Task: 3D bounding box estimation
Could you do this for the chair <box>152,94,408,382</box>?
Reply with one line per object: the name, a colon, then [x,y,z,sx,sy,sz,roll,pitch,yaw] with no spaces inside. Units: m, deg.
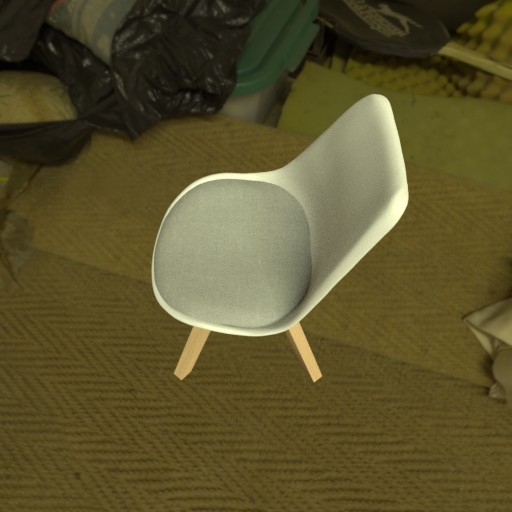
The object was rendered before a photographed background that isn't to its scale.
chair: [0.000,0.000,1.185,0.550,0.850,0.485,1,60,0]
